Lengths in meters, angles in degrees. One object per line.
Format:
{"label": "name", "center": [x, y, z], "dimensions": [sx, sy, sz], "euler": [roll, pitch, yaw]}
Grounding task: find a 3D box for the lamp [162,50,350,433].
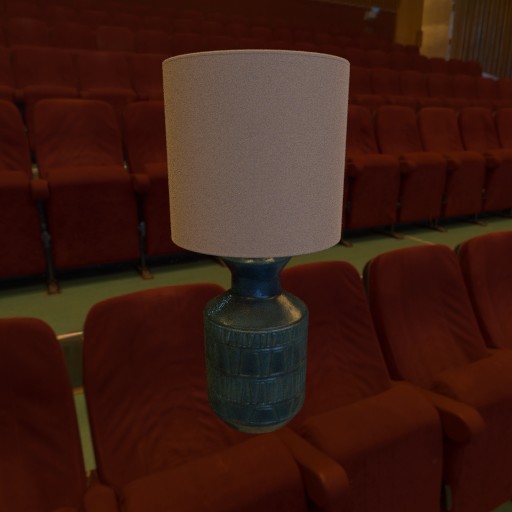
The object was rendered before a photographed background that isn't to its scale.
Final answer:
{"label": "lamp", "center": [0.000, 0.000, 0.571], "dimensions": [0.211, 0.455, 0.211], "euler": [-8, 18, -27]}
